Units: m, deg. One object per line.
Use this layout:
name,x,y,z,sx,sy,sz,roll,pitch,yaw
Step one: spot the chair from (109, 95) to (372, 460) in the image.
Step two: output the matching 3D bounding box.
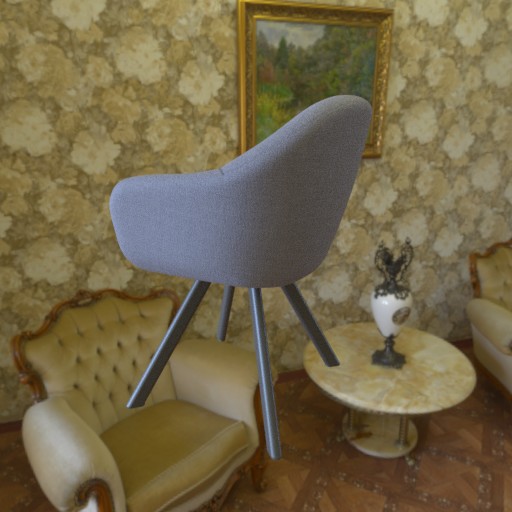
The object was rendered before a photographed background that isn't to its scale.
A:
chair,0.000,0.000,1.185,0.550,0.795,0.590,8,18,26
